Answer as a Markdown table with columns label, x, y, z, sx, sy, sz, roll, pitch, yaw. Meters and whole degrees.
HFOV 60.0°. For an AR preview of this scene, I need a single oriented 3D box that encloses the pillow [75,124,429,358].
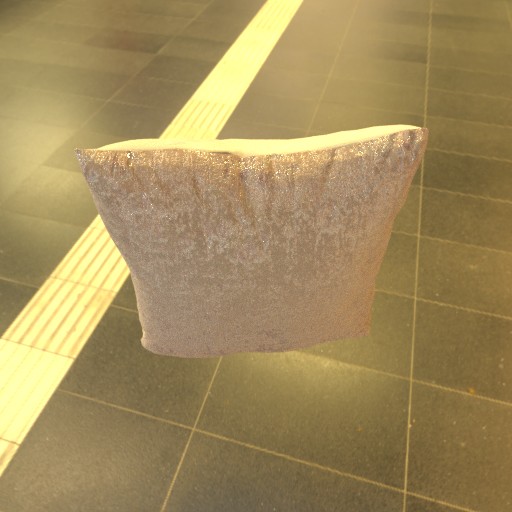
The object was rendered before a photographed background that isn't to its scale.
| label | x | y | z | sx | sy | sz | roll | pitch | yaw |
| --- | --- | --- | --- | --- | --- | --- | --- | --- | --- |
| pillow | 0.000 | 0.000 | 0.714 | 0.450 | 0.448 | 0.245 | -3 | 47 | -2 |
